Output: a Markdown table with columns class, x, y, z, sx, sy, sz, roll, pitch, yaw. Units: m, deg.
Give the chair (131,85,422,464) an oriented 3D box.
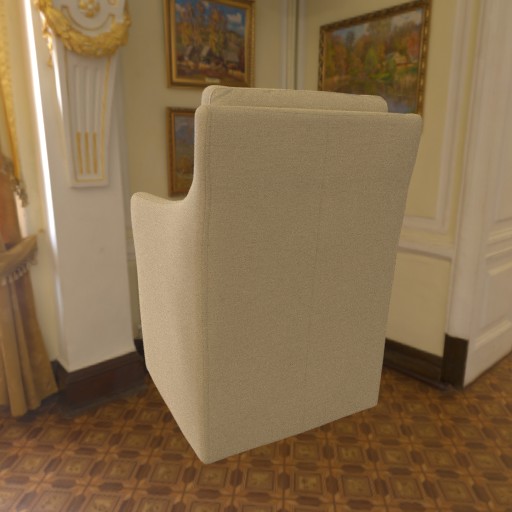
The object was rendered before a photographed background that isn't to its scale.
| class | x | y | z | sx | sy | sz | roll | pitch | yaw |
| --- | --- | --- | --- | --- | --- | --- | --- | --- | --- |
| chair | 0.000 | 0.000 | 1.354 | 0.626 | 0.914 | 0.694 | -7 | 16 | -27 |
